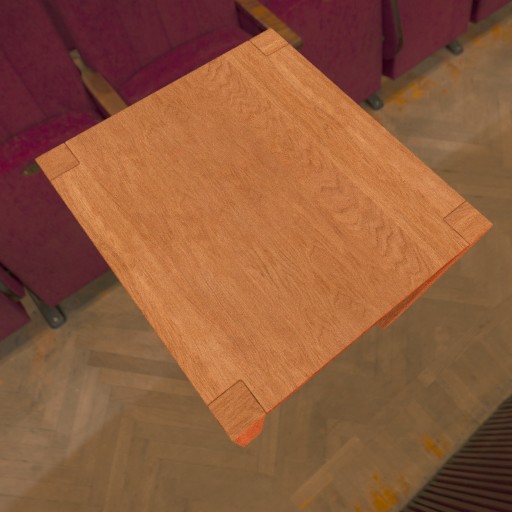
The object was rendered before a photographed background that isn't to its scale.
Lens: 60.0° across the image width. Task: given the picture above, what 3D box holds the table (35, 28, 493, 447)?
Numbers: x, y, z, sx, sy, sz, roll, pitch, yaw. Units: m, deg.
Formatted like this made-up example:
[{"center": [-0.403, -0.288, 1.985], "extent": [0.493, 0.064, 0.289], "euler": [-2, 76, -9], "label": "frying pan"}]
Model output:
[{"center": [0.000, 0.000, 0.824], "extent": [0.440, 0.450, 0.480], "euler": [-35, 71, -15], "label": "table"}]
